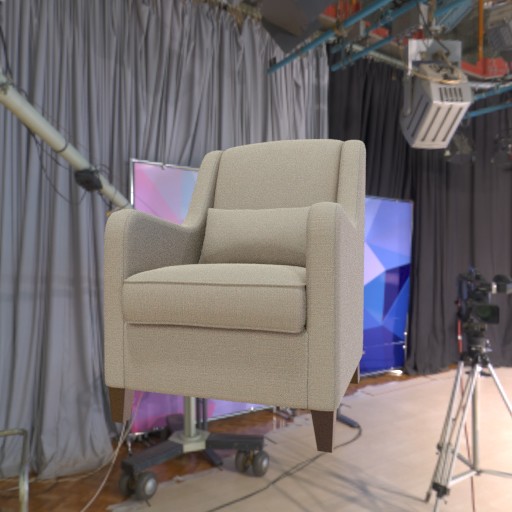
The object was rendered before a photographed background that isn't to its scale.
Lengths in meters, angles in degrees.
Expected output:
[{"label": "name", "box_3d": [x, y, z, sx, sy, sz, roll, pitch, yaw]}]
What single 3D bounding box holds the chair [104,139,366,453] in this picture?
[{"label": "chair", "box_3d": [0.000, 0.000, 1.620, 0.715, 1.017, 0.896, 0, 0, 18]}]
